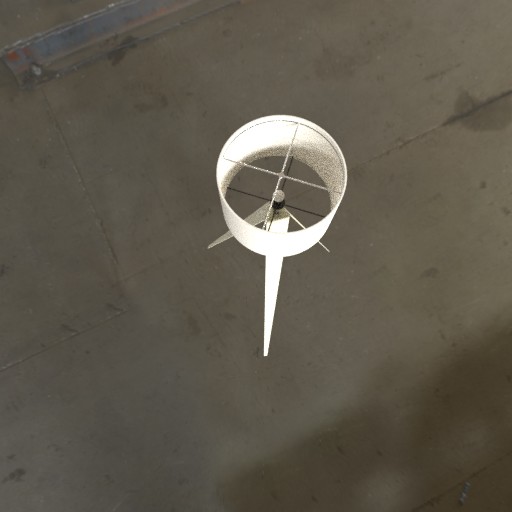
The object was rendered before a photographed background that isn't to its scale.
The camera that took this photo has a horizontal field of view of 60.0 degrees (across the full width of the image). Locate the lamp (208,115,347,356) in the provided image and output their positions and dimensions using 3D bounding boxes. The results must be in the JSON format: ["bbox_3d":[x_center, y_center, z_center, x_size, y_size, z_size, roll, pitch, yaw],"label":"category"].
[{"bbox_3d":[0.000,0.000,1.911,0.716,1.524,0.724,17,76,4],"label":"lamp"}]
